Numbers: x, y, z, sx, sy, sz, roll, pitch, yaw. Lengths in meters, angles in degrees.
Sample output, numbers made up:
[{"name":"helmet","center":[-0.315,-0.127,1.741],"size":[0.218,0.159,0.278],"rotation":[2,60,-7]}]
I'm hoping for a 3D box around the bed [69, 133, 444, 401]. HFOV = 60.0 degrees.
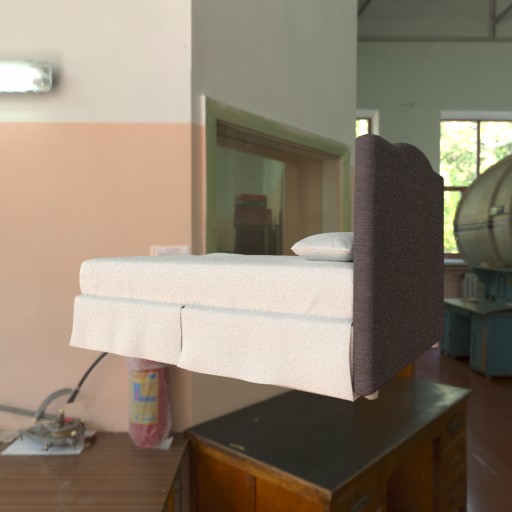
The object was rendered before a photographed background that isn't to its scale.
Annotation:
[{"name":"bed","center":[0.000,0.000,3.557],"size":[2.507,1.441,1.741],"rotation":[1,1,34]}]
